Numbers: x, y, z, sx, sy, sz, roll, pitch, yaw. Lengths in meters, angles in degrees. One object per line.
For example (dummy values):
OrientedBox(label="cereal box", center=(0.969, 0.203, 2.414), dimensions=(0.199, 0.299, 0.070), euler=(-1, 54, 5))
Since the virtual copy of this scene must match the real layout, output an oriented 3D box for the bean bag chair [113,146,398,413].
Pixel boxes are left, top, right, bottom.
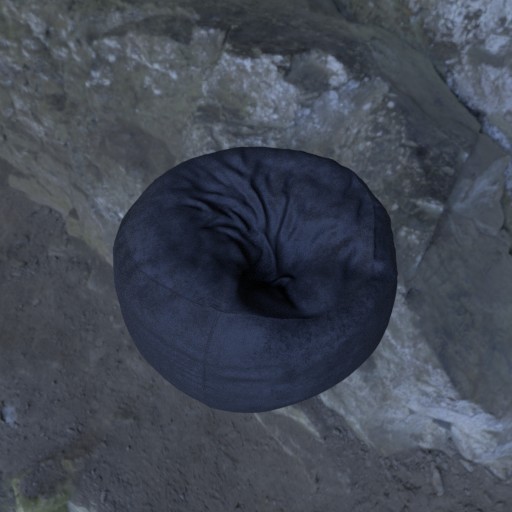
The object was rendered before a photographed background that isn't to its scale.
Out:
OrientedBox(label="bean bag chair", center=(0.000, 0.000, 2.432), dimensions=(1.525, 0.751, 1.525), euler=(0, 46, 0))
